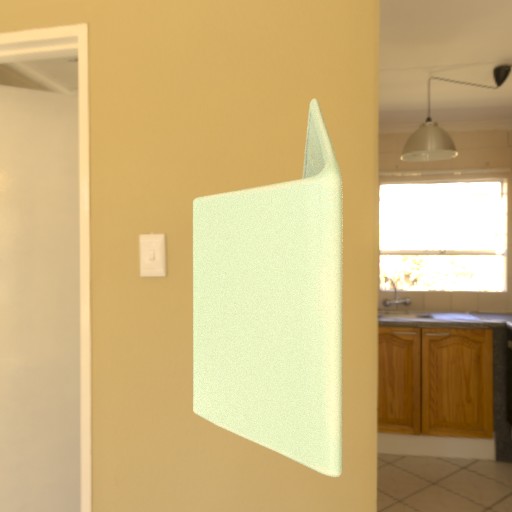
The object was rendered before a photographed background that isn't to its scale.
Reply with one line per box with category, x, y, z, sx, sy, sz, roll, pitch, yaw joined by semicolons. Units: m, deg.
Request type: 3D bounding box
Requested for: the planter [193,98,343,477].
planter;0.000;0.000;0.279;0.079;0.197;0.164;0;0;0
